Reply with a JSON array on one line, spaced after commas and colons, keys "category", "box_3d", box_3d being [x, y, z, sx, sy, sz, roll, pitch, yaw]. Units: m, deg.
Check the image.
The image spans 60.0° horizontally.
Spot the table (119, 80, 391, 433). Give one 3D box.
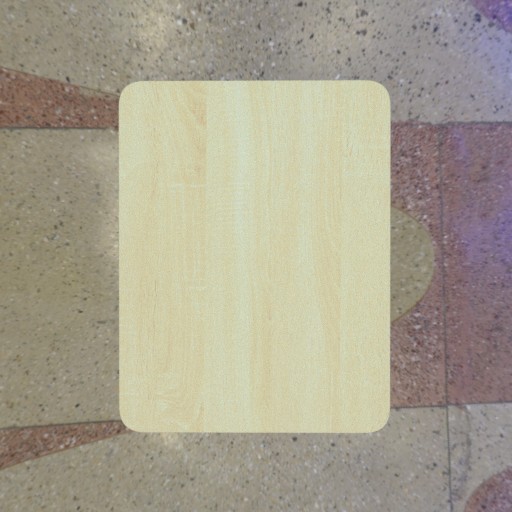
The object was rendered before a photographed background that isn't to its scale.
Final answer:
[{"category": "table", "box_3d": [0.000, 0.000, 0.879, 0.370, 0.550, 0.480, 0, 90, 0]}]
